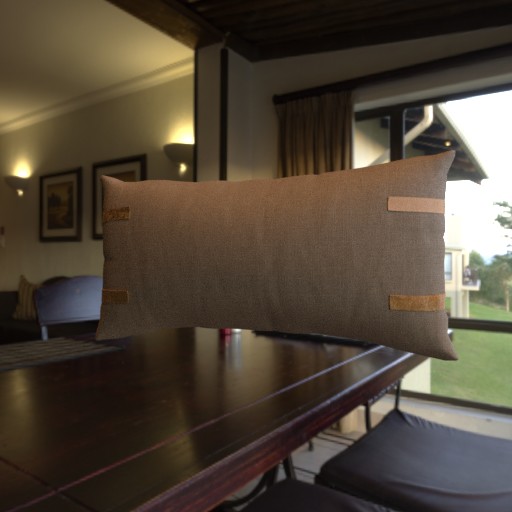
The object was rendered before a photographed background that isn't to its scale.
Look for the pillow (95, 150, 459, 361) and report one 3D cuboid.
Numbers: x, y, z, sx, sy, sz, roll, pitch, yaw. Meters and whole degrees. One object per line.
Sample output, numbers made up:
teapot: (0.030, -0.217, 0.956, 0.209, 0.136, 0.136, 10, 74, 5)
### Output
pillow: (0.000, 0.000, 0.728, 0.612, 0.308, 0.148, 0, -1, 16)
